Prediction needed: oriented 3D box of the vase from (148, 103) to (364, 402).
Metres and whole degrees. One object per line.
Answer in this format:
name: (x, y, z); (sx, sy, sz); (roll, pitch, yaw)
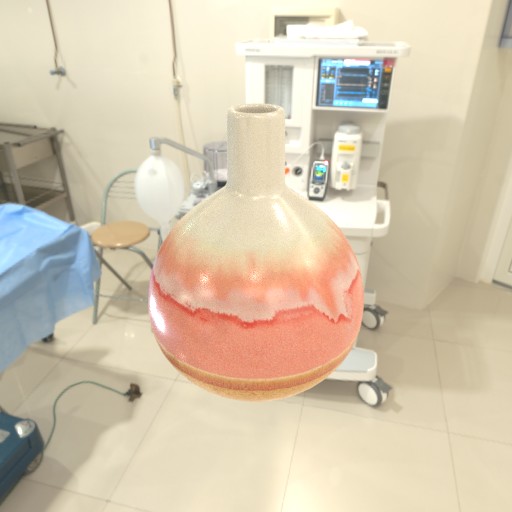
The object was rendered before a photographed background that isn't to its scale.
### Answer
vase: (0.000, 0.000, 0.274); (0.137, 0.176, 0.137); (0, 29, 0)
